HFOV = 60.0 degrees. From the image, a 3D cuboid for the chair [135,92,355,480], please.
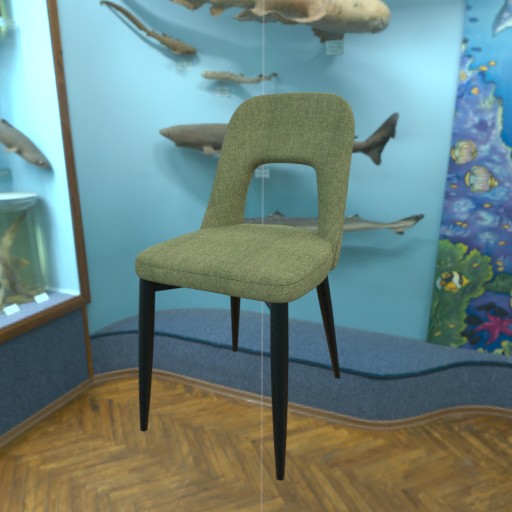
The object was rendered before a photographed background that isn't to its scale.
[{"bbox_3d":[0.000,0.000,1.290,0.470,0.931,0.612,8,18,25],"label":"chair"}]
